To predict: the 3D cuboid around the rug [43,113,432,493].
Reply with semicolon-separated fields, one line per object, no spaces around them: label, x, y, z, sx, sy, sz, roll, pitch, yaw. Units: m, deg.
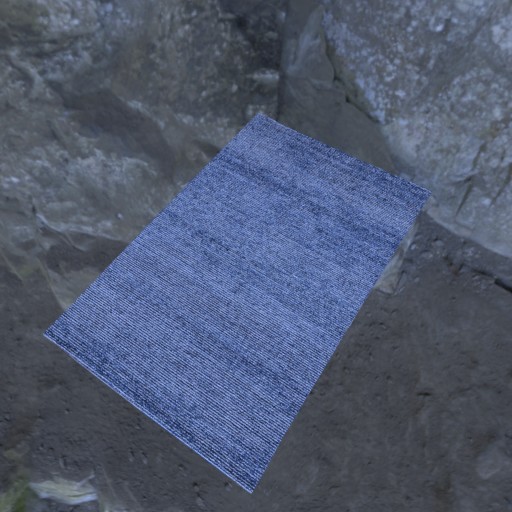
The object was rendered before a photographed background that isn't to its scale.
rug;0.000;0.000;2.245;1.159;0.025;1.793;30;63;17
